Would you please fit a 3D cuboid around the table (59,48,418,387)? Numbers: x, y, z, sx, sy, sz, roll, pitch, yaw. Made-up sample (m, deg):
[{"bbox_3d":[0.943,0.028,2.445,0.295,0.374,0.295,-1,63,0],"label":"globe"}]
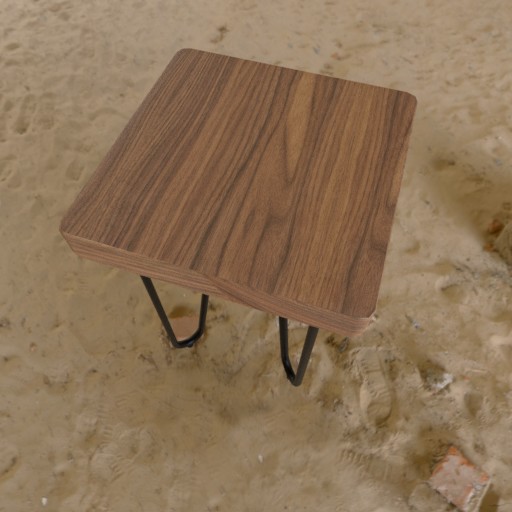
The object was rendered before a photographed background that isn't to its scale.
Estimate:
[{"bbox_3d":[0.000,0.000,1.010,0.479,0.641,0.480,15,60,9],"label":"table"}]
